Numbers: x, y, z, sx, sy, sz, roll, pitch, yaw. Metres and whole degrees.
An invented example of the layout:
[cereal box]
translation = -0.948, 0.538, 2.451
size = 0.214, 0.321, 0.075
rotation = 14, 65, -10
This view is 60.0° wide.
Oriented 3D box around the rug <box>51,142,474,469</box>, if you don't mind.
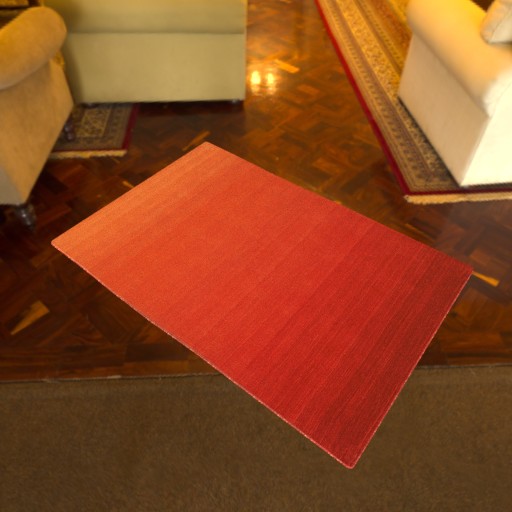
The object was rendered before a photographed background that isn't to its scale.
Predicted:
[rug]
translation = 0.000, 0.000, 2.291
size = 1.835, 0.018, 1.230
rotation = 30, 54, 25
